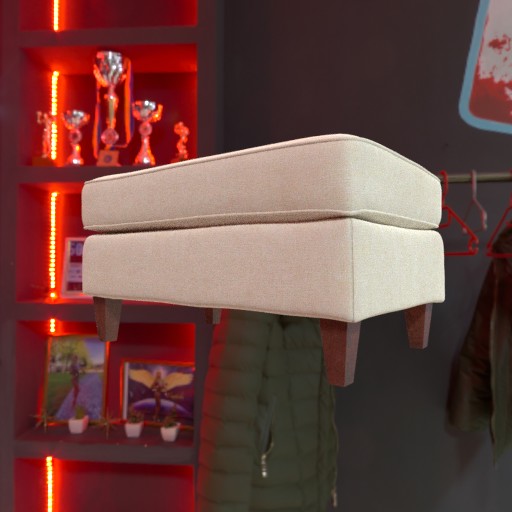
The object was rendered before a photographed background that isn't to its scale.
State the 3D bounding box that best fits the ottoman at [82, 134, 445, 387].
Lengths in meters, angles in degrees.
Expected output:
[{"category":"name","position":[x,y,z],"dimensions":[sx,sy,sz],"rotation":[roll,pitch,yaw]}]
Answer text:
[{"category":"ottoman","position":[0.000,0.000,1.227],"dimensions":[0.862,0.484,0.583],"rotation":[-1,-1,37]}]
